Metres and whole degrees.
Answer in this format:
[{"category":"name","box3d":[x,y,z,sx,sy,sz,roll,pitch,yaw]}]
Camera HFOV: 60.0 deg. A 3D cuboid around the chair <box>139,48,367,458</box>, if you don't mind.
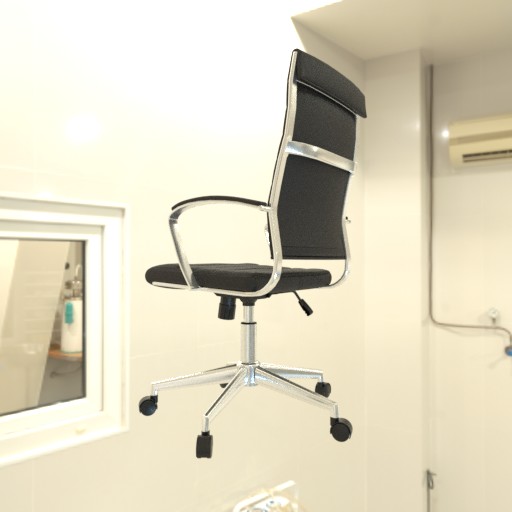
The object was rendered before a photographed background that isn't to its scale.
[{"category":"chair","box3d":[0.000,0.000,1.586,0.739,1.149,0.766,0,-1,38]}]
